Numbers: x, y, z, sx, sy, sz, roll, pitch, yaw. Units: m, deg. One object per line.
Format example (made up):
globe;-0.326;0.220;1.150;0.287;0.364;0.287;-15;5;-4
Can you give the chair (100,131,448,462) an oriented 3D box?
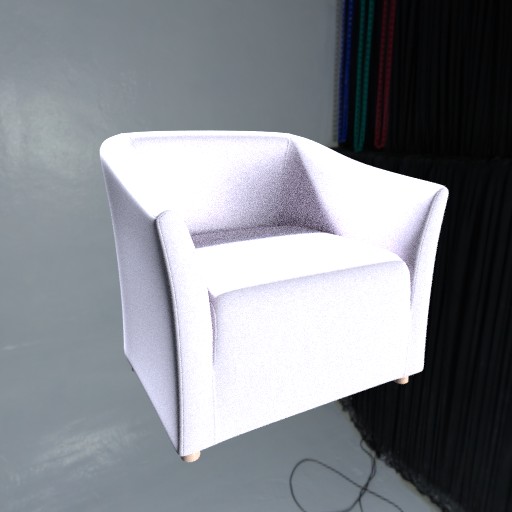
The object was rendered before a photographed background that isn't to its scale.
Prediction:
chair;0.000;0.000;1.320;0.790;0.720;0.700;-8;17;-28
